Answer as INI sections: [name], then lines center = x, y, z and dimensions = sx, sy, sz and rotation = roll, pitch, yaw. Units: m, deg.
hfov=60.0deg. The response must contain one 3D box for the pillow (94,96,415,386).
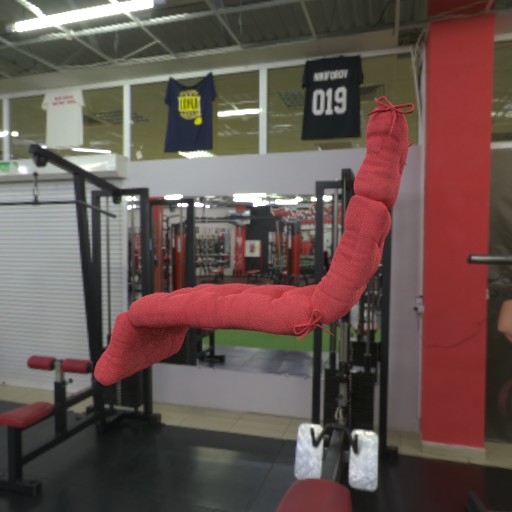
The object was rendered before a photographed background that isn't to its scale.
[pillow]
center = 0.000, 0.000, 1.528
dimensions = 1.016, 0.863, 0.526
rotation = 1, 2, 19
